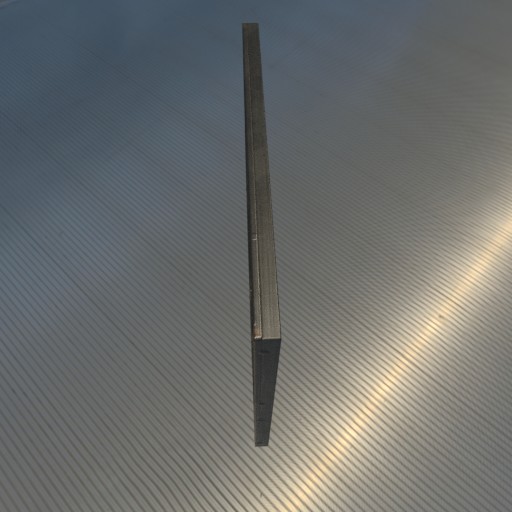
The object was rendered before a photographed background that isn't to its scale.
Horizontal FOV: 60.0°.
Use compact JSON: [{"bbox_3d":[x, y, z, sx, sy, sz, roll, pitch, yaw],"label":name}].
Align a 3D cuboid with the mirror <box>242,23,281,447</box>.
[{"bbox_3d":[0.000,0.000,0.557,0.020,0.381,0.382,-2,57,-1],"label":"mirror"}]
